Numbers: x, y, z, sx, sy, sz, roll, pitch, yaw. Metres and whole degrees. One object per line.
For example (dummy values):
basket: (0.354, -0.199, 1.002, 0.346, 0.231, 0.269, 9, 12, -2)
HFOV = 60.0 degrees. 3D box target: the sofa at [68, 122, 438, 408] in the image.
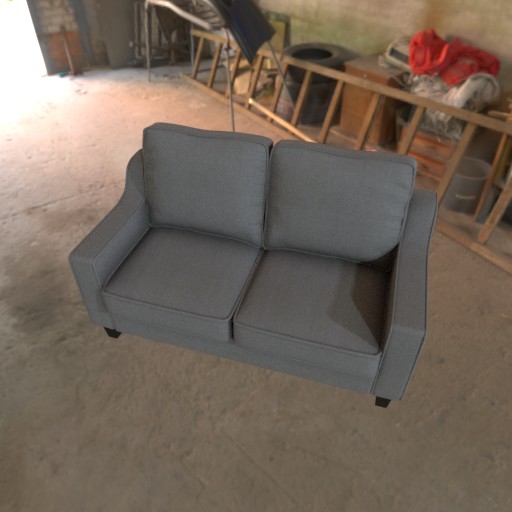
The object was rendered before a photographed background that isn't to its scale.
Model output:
sofa: (0.000, 0.000, 2.073, 1.500, 0.948, 0.791, 11, 42, 13)
